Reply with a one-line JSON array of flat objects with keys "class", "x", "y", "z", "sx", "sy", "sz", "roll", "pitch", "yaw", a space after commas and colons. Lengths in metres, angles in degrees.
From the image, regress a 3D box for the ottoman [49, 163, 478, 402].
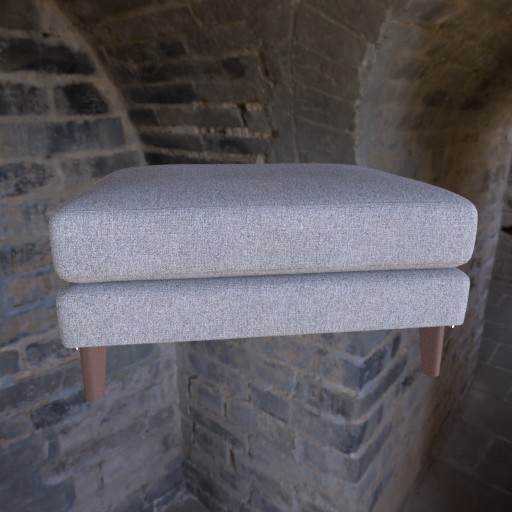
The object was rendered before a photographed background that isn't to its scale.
[{"class": "ottoman", "x": 0.000, "y": 0.000, "z": 1.142, "sx": 0.821, "sy": 0.441, "sz": 0.611, "roll": -2, "pitch": 17, "yaw": -7}]
